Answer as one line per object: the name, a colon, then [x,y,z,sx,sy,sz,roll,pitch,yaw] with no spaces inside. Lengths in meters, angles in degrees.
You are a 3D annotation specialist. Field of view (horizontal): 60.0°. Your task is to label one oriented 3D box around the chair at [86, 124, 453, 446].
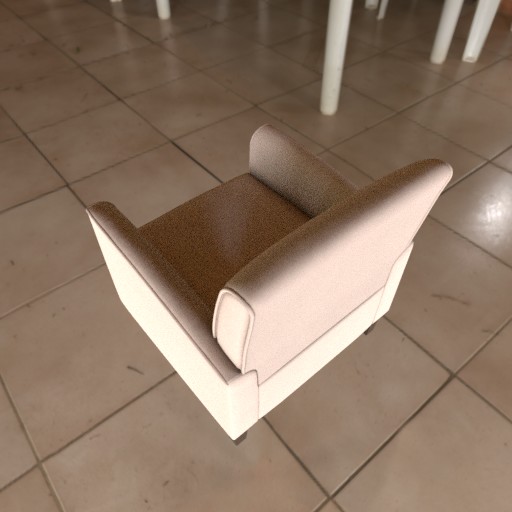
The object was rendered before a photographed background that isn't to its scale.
chair: [0.000,0.000,1.571,0.820,0.915,0.820,-32,55,-26]
